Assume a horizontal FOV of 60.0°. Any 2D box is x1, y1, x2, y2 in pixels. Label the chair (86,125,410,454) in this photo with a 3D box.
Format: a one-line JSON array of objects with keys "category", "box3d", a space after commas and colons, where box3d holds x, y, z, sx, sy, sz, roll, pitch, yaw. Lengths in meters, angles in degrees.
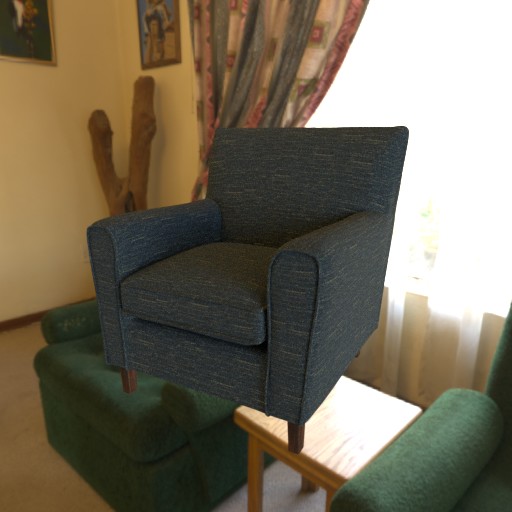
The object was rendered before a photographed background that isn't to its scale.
[{"category": "chair", "box3d": [0.000, 0.000, 1.627, 0.864, 0.928, 0.873, 8, 17, 28]}]
